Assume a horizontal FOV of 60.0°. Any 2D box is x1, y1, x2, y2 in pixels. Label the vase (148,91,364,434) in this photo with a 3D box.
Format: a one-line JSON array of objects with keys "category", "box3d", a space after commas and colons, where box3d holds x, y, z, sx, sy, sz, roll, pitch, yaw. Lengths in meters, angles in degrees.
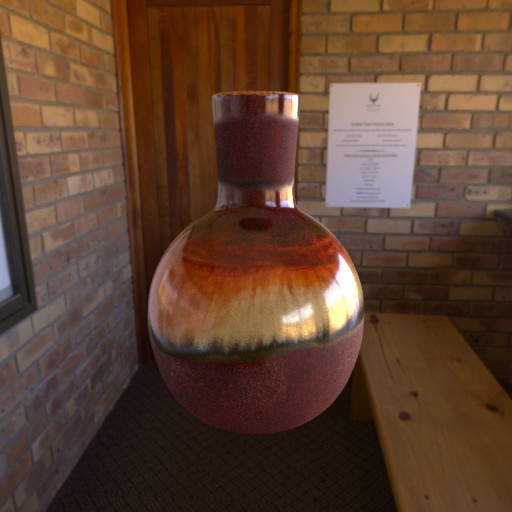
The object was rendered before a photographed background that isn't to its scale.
[{"category": "vase", "box3d": [0.000, 0.000, 0.225, 0.111, 0.154, 0.111, 0, 15, 0]}]
